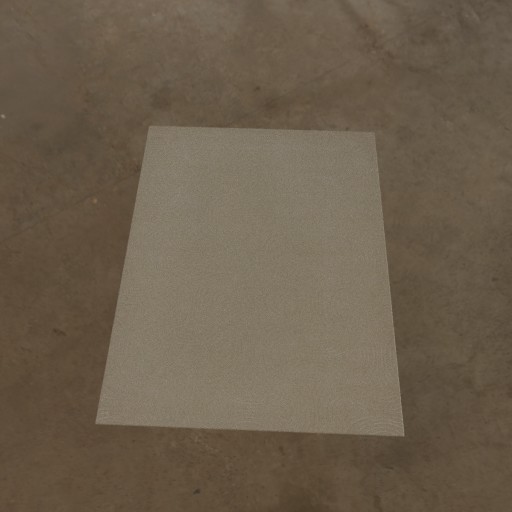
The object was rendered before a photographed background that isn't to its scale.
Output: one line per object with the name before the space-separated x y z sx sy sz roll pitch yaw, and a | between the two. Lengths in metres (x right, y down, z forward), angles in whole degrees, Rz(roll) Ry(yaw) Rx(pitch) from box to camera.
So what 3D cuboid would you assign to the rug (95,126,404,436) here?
rug | 0.000 0.000 3.517 2.073 0.011 2.584 2 65 1
